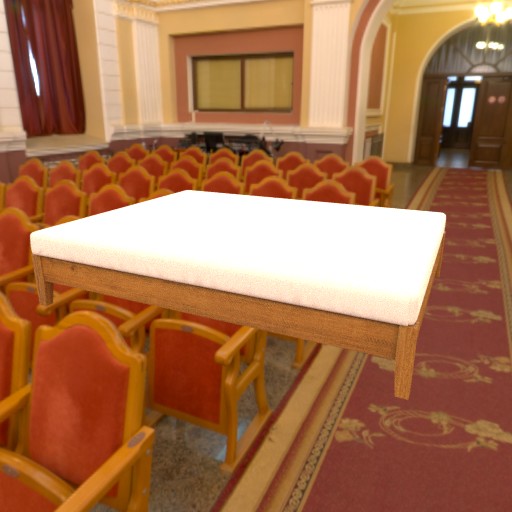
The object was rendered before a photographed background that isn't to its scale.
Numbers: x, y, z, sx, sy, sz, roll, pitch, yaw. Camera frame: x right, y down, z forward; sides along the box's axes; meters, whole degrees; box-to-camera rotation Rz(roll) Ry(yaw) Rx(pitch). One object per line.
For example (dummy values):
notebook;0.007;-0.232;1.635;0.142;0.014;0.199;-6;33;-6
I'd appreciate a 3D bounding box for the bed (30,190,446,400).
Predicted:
bed;0.000;0.000;2.687;2.016;0.431;1.536;9;20;24
